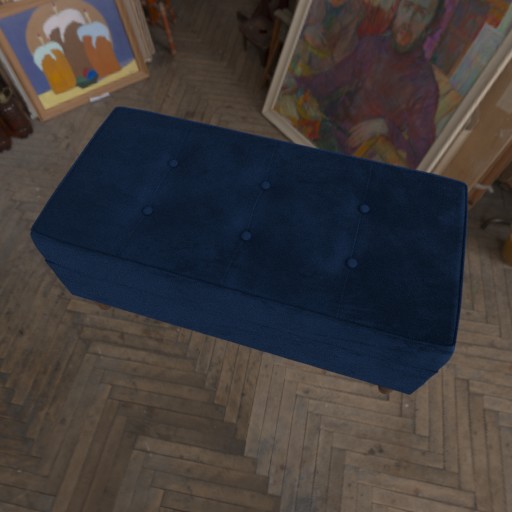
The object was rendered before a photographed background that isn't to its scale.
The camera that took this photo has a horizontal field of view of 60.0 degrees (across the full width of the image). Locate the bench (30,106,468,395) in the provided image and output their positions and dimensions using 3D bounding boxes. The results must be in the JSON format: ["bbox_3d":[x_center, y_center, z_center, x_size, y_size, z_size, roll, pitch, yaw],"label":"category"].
[{"bbox_3d":[0.000,0.000,1.274,1.010,0.467,0.489,15,60,9],"label":"bench"}]
